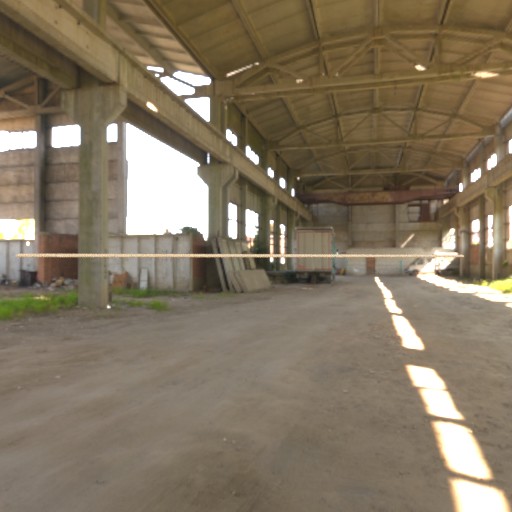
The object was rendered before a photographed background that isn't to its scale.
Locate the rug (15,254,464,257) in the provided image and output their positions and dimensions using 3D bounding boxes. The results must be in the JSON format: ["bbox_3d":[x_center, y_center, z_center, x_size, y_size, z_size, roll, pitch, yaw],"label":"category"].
[{"bbox_3d":[0.000,0.000,2.468,2.276,0.014,0.678,0,0,-19],"label":"rug"}]
